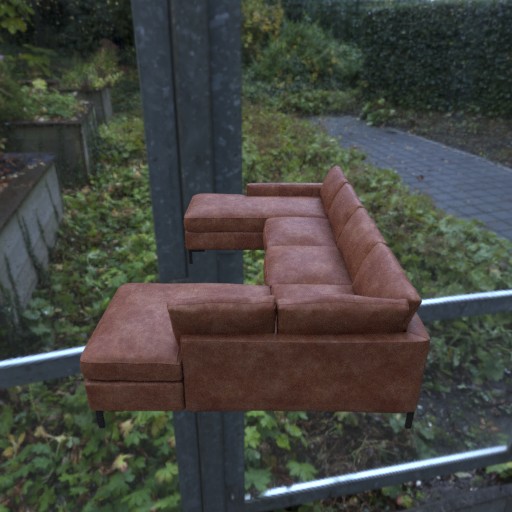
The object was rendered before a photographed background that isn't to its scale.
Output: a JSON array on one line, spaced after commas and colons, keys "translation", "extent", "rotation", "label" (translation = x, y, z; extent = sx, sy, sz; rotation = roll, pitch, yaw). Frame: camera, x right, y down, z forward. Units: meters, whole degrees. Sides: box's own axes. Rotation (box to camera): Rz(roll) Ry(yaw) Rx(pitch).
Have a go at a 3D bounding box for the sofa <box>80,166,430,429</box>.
[{"translation": [0.000, 0.000, 3.766], "extent": [1.939, 0.900, 2.956], "rotation": [0, 26, 1], "label": "sofa"}]
